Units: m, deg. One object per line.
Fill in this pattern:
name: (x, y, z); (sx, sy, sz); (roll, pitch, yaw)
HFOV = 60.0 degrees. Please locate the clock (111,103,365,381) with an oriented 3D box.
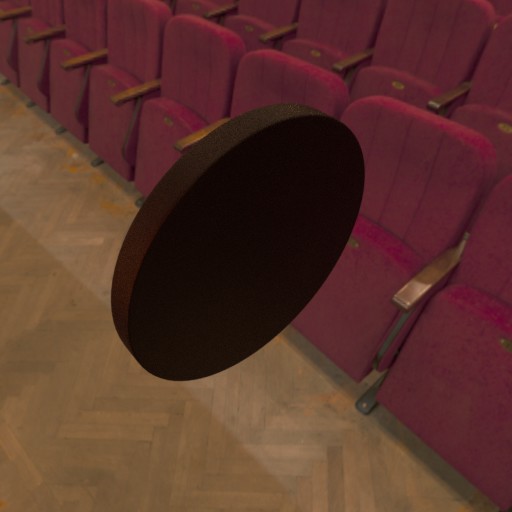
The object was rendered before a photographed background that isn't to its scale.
clock: (0.000, 0.000, 0.465); (0.314, 0.314, 0.029); (-32, 54, -27)
